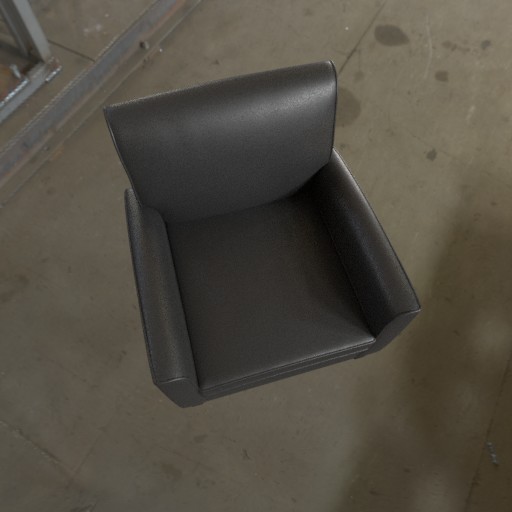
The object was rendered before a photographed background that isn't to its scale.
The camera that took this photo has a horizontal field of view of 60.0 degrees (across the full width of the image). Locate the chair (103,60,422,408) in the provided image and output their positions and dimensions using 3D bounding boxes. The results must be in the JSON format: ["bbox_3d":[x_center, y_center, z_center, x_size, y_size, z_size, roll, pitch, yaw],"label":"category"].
[{"bbox_3d":[0.000,0.000,1.598,0.820,0.916,0.819,-14,65,-7],"label":"chair"}]
